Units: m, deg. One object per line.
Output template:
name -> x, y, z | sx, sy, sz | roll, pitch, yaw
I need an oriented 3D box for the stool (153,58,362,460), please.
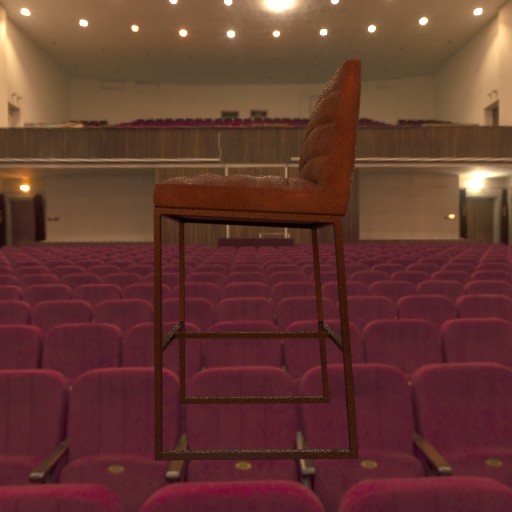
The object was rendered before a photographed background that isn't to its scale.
stool -> 0.000, 0.000, 1.376 | 0.562, 1.065, 0.463 | 0, 1, -1
